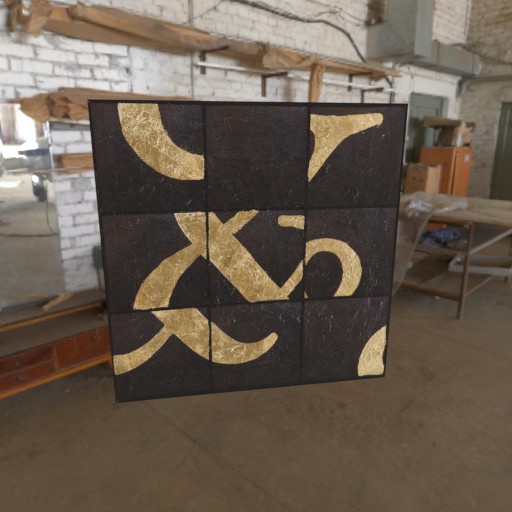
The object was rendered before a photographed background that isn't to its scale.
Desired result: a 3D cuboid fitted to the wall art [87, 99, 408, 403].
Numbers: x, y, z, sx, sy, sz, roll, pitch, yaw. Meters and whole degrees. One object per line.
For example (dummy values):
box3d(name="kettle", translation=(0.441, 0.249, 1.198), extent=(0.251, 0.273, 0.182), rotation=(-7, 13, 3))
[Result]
box3d(name="wall art", translation=(0.000, 0.000, 1.154), extent=(0.758, 0.758, 0.044), rotation=(-3, 15, -10))
